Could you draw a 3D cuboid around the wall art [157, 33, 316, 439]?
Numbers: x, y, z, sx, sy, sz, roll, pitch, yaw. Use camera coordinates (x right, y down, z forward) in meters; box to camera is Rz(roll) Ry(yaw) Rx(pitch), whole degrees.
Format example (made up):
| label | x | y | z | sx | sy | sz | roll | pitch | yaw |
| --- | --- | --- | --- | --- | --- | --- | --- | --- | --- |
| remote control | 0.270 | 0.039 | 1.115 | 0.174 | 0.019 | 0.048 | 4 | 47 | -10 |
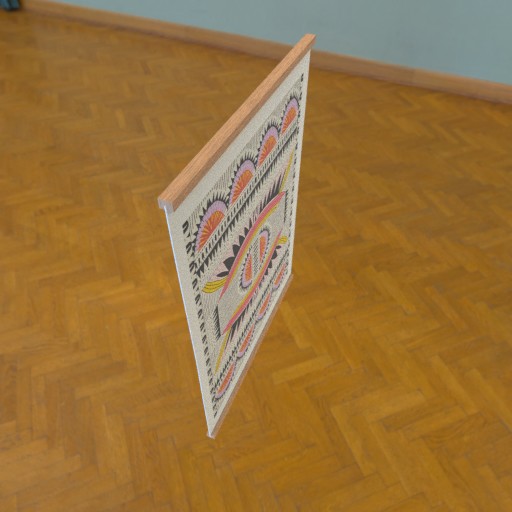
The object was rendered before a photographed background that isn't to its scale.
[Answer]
| label | x | y | z | sx | sy | sz | roll | pitch | yaw |
| --- | --- | --- | --- | --- | --- | --- | --- | --- | --- |
| wall art | 0.000 | 0.000 | 1.336 | 0.028 | 1.016 | 0.765 | 17 | 49 | 16 |
